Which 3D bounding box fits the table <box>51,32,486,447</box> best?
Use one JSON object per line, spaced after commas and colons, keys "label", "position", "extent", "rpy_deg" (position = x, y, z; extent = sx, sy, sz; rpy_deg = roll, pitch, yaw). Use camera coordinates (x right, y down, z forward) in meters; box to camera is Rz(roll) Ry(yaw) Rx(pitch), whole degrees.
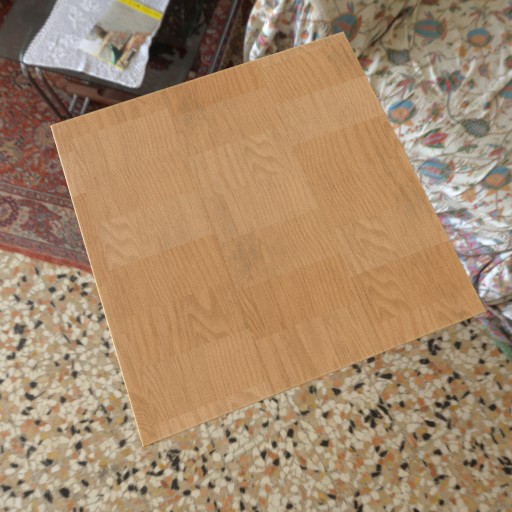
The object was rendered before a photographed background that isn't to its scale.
{"label": "table", "position": [0.000, 0.000, 1.336], "extent": [0.747, 0.738, 0.747], "rpy_deg": [-20, 76, -5]}
